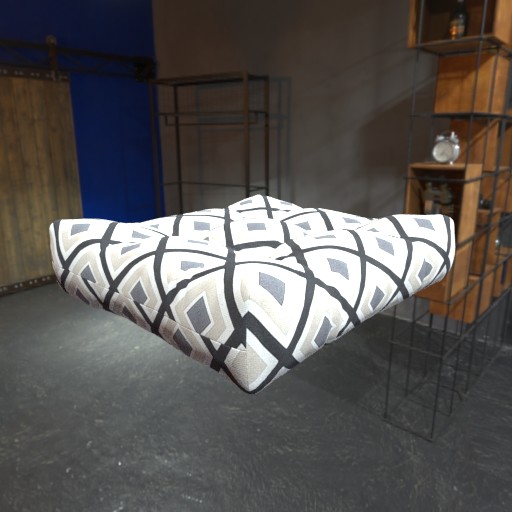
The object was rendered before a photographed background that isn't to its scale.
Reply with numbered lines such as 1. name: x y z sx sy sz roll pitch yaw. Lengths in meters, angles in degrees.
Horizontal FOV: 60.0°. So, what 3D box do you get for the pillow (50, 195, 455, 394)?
1. pillow: 0.000 0.000 0.712 0.468 0.128 0.490 14 21 42
